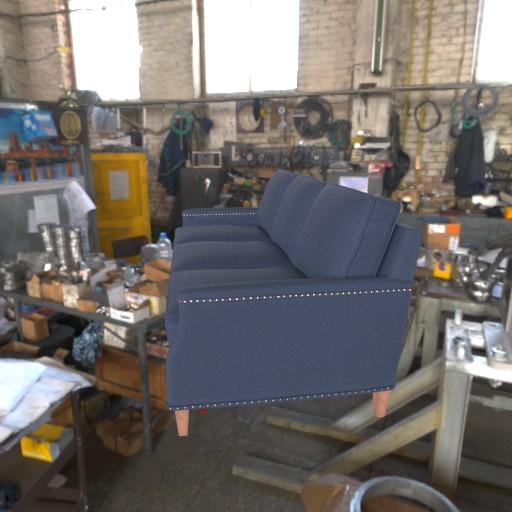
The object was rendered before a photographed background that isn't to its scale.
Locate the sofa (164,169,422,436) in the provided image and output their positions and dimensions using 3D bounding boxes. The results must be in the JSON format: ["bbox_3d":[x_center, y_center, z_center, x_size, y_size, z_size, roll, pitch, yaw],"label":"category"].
[{"bbox_3d":[0.000,0.000,2.857,1.084,1.003,2.246,-2,14,-8],"label":"sofa"}]
